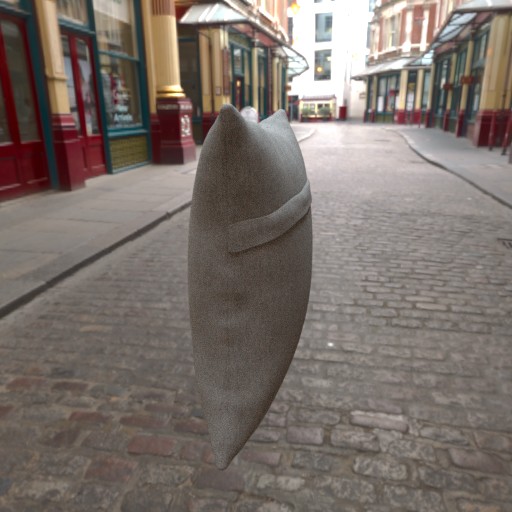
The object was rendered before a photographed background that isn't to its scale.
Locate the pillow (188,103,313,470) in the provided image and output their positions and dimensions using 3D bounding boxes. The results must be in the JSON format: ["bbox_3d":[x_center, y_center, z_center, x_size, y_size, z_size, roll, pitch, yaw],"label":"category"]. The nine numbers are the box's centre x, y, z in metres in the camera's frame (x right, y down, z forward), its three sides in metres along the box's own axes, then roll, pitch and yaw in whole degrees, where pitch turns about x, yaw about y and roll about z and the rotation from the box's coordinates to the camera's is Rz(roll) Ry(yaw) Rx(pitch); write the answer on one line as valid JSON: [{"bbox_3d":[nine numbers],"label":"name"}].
[{"bbox_3d":[0.000,0.000,0.685,0.173,0.436,0.433,3,18,10],"label":"pillow"}]
